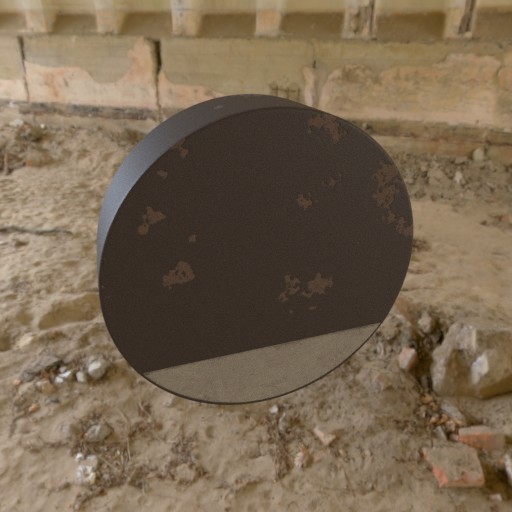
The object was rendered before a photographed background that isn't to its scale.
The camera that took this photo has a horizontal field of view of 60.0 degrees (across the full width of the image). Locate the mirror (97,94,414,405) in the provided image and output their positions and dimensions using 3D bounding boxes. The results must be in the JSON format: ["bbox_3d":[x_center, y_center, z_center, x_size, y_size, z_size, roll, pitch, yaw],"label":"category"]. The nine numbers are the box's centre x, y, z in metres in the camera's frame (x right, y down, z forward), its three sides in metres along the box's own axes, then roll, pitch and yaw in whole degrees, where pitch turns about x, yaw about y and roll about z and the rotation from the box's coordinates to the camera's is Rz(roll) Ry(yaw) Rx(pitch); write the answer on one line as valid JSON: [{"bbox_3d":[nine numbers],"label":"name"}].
[{"bbox_3d":[0.000,0.000,0.572,0.386,0.386,0.126,-9,28,-16],"label":"mirror"}]
